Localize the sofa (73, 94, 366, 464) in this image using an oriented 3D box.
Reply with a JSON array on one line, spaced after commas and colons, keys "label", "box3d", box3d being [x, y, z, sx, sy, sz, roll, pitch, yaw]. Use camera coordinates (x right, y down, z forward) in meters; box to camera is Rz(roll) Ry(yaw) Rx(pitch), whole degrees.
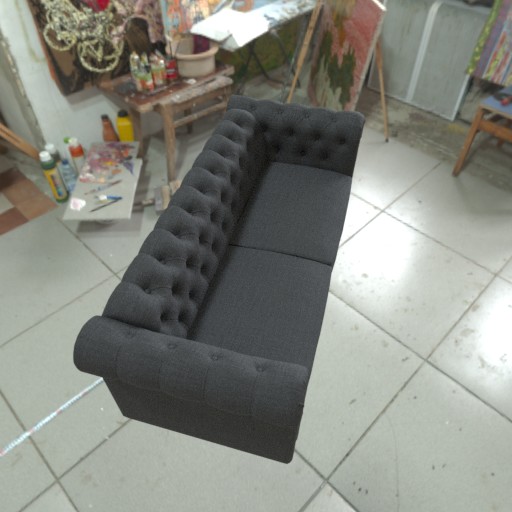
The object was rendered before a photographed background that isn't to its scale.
[{"label": "sofa", "box3d": [0.000, 0.000, 2.211, 0.783, 0.797, 1.798, 12, 49, 10]}]
